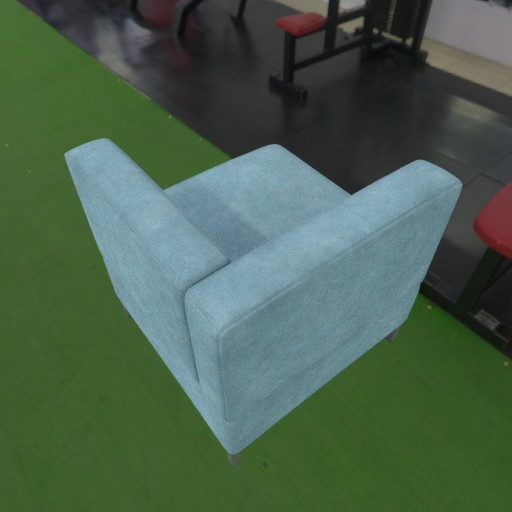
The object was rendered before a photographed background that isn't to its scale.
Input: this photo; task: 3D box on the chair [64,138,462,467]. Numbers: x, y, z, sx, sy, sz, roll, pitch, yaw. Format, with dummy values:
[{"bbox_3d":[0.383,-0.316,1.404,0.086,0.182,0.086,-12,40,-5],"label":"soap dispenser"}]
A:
[{"bbox_3d":[0.000,0.000,1.242,0.691,0.660,0.684,-30,54,-25],"label":"chair"}]
